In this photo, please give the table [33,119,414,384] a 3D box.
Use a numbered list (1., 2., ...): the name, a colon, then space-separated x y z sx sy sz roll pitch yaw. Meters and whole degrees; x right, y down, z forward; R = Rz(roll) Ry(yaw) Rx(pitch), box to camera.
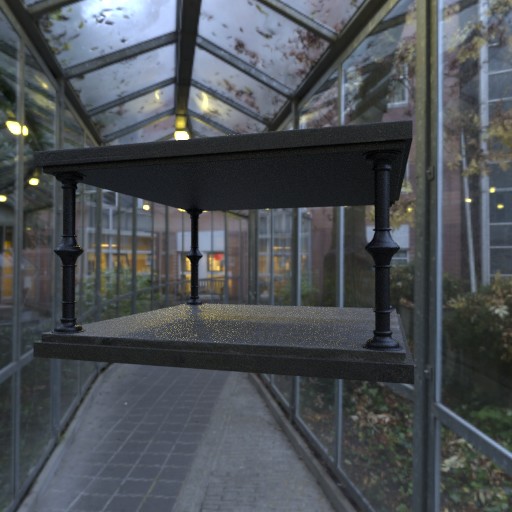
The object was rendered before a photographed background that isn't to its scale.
1. table: 0.000 0.000 1.099 0.696 0.400 0.696 0 -1 16
